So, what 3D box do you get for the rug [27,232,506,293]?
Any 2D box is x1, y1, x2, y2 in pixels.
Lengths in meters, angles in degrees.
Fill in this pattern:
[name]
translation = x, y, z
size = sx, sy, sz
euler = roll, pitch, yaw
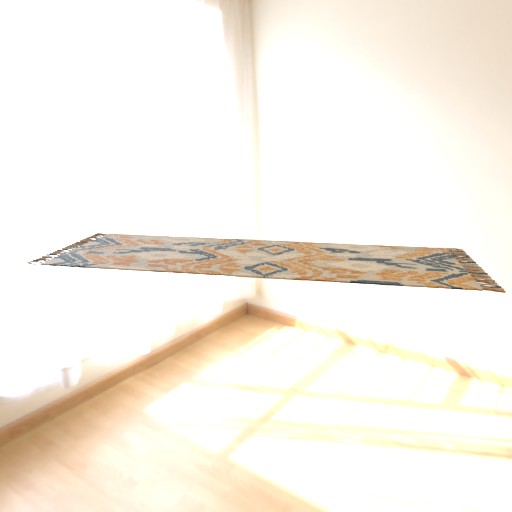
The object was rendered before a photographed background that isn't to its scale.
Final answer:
[rug]
translation = 0.000, 0.000, 2.571
size = 2.437, 0.010, 0.783
euler = 3, 16, 10
